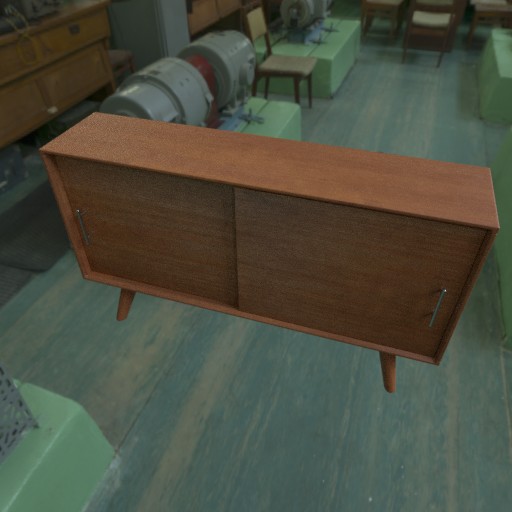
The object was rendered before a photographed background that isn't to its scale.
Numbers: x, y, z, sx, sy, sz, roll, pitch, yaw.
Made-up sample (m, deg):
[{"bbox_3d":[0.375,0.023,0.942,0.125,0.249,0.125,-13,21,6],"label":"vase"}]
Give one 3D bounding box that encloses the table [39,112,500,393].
[{"bbox_3d":[0.000,0.000,1.444,1.220,0.698,0.308,12,42,14],"label":"table"}]
